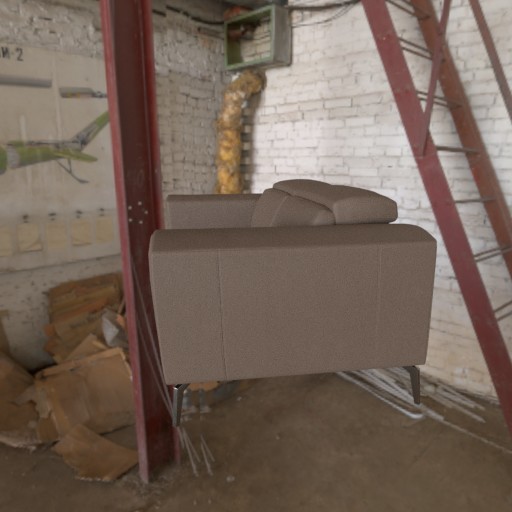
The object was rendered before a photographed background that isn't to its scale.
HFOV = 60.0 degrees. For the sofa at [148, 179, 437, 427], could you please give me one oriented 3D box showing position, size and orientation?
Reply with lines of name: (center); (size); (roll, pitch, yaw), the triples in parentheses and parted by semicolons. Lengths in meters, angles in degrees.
sofa: (0.000, 0.000, 2.404); (1.003, 0.779, 1.895); (-2, 13, -9)
